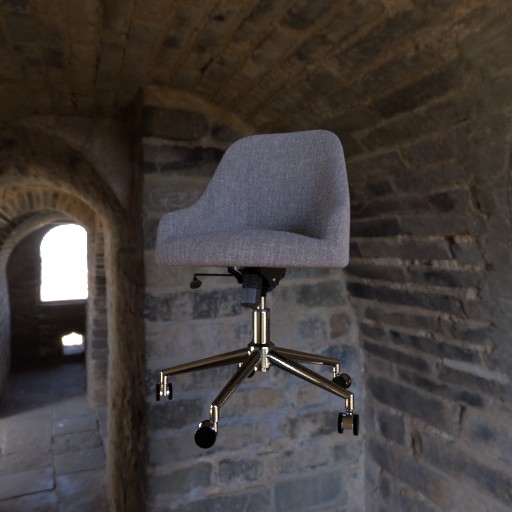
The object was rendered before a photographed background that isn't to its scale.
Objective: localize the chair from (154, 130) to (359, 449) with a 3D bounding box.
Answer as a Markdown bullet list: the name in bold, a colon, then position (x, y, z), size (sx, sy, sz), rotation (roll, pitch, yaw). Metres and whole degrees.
- **chair**: position (0.000, 0.000, 1.419), size (0.671, 0.950, 0.712), rotation (0, 1, 18)
